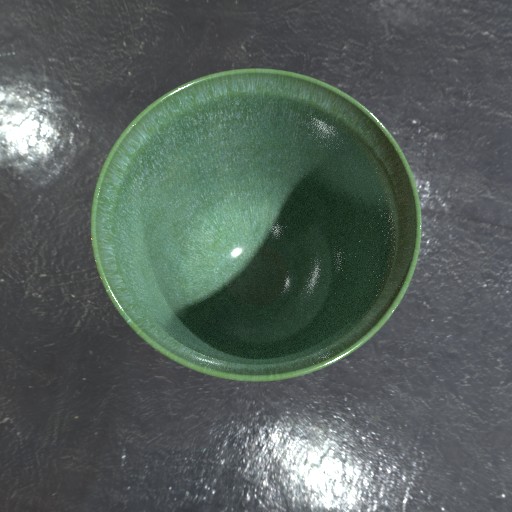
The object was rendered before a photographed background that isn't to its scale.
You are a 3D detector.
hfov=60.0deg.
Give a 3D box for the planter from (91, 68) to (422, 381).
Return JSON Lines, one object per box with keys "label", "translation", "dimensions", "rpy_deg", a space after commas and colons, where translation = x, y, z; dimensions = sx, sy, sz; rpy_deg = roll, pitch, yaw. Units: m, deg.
{"label": "planter", "translation": [0.000, 0.000, 0.364], "dimensions": [0.195, 0.214, 0.195], "rpy_deg": [0, 75, 0]}
